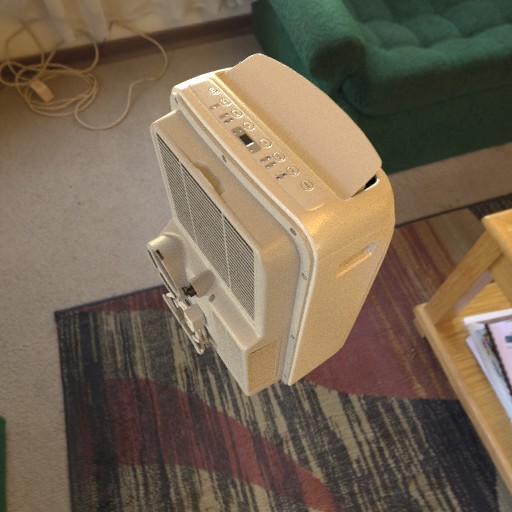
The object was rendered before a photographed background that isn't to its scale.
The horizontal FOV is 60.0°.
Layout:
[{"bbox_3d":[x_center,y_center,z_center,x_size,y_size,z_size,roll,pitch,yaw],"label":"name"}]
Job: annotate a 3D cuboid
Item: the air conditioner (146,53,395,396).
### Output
[{"bbox_3d":[0.000,0.000,1.043,0.414,0.786,0.449,-31,64,-17],"label":"air conditioner"}]
